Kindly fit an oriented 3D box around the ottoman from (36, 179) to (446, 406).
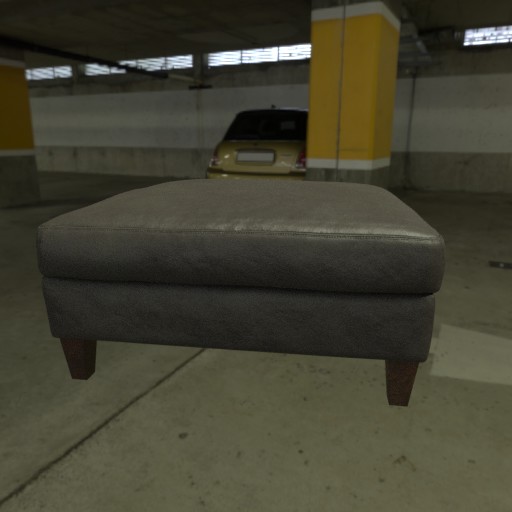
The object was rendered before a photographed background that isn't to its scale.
[{"bbox_3d":[0.000,0.000,1.275,0.836,0.415,0.844,2,15,8],"label":"ottoman"}]
